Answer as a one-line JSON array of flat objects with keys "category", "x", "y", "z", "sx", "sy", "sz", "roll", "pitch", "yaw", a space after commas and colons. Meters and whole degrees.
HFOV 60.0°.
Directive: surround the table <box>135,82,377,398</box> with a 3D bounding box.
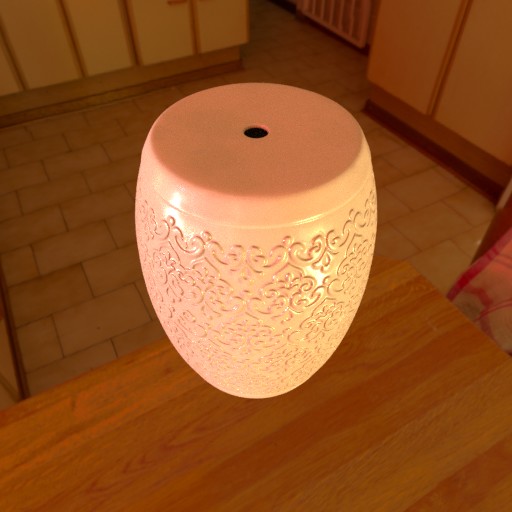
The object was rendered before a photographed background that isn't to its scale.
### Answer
[{"category": "table", "x": 0.000, "y": 0.000, "z": 0.621, "sx": 0.309, "sy": 0.397, "sz": 0.309, "roll": 0, "pitch": 47, "yaw": 0}]
